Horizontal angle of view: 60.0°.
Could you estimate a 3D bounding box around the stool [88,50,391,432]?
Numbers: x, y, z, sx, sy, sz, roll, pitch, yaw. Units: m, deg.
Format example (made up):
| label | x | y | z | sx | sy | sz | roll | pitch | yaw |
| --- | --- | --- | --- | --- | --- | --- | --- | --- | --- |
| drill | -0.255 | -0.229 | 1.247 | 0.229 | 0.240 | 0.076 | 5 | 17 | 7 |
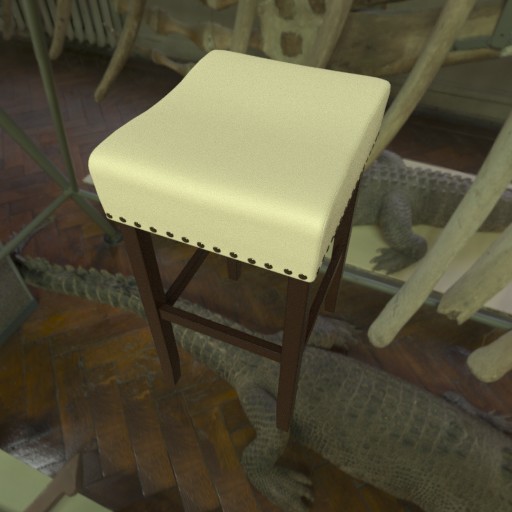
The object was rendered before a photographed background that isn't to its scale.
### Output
| label | x | y | z | sx | sy | sz | roll | pitch | yaw |
| --- | --- | --- | --- | --- | --- | --- | --- | --- | --- |
| stool | 0.000 | 0.000 | 1.064 | 0.401 | 0.762 | 0.471 | 17 | 49 | 16 |
